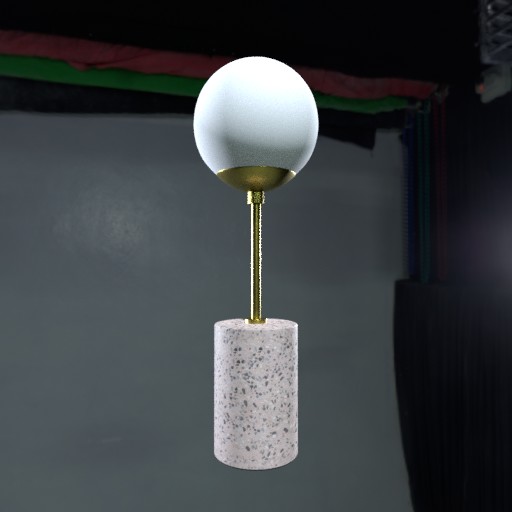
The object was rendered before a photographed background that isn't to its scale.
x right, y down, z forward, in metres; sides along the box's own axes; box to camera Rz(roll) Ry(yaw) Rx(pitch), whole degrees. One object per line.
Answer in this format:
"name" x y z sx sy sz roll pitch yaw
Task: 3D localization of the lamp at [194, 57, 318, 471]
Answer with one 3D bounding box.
"lamp" 0.000 0.000 0.548 0.153 0.480 0.153 0 -1 0
